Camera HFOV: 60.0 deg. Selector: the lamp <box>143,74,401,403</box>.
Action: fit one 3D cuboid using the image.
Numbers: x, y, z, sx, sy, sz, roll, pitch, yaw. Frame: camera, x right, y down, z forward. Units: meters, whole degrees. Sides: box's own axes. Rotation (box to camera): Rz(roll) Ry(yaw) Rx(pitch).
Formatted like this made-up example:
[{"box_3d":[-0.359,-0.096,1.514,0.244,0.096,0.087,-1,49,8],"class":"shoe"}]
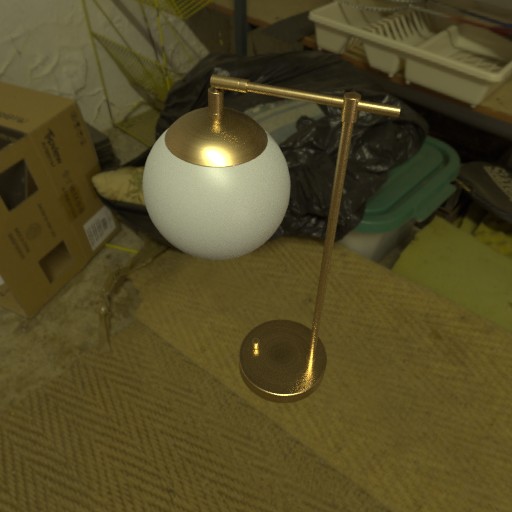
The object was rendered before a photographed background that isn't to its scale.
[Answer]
[{"box_3d":[0.000,0.000,0.696,0.324,0.559,0.207,15,47,15],"class":"lamp"}]
